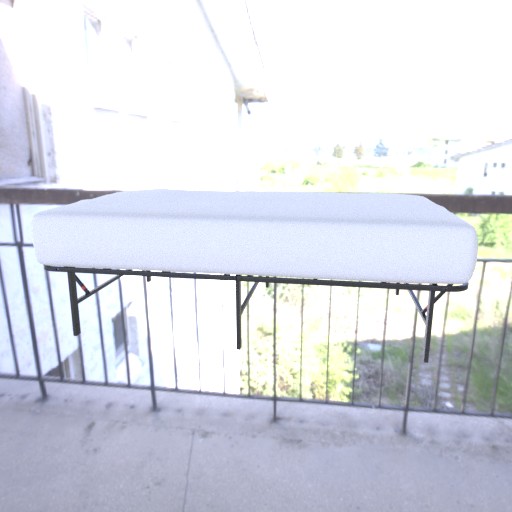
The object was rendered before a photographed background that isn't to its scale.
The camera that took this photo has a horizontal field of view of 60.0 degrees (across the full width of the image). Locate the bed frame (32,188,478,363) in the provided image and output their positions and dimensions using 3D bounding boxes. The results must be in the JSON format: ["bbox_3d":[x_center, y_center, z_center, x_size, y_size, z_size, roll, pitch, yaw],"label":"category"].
[{"bbox_3d":[0.000,0.000,2.363,1.908,0.640,1.025,2,14,9],"label":"bed frame"}]
